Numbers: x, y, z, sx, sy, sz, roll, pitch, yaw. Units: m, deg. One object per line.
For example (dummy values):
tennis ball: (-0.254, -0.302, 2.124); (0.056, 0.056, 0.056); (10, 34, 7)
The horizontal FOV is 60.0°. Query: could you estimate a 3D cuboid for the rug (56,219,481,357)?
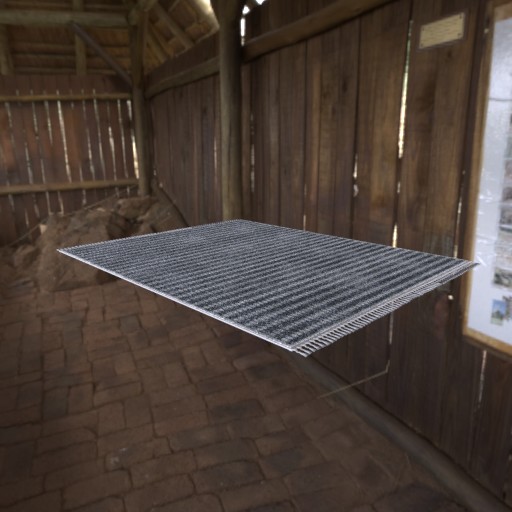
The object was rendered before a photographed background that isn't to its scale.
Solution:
rug: (0.000, 0.000, 3.809); (2.256, 0.013, 2.910); (-14, 20, -43)
